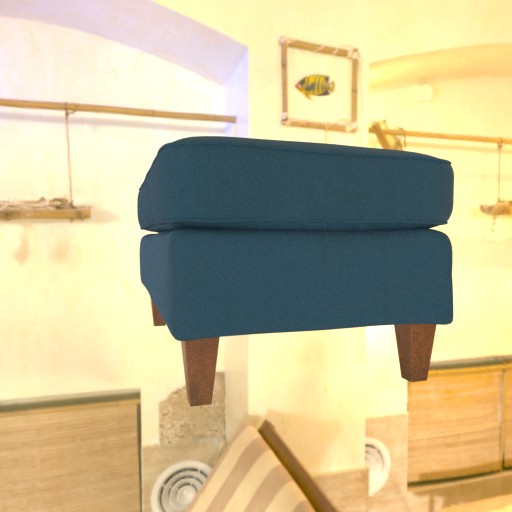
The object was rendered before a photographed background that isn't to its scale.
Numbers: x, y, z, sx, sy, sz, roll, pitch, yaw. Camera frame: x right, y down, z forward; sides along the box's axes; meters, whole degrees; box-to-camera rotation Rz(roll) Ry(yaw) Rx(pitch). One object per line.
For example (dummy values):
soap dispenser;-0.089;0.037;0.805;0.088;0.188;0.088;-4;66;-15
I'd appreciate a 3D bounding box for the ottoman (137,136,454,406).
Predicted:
ottoman;0.000;0.000;1.189;0.583;0.484;0.862;-1;2;-18
